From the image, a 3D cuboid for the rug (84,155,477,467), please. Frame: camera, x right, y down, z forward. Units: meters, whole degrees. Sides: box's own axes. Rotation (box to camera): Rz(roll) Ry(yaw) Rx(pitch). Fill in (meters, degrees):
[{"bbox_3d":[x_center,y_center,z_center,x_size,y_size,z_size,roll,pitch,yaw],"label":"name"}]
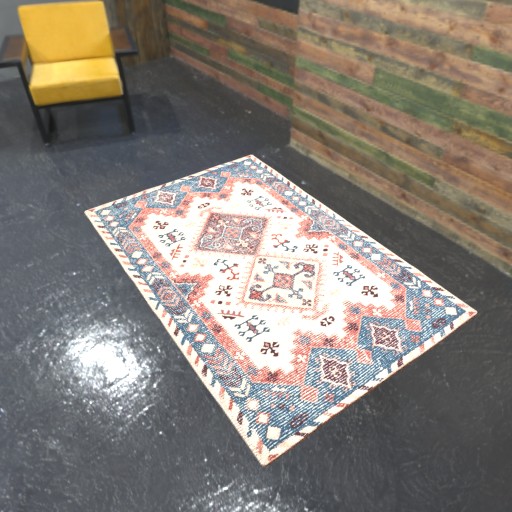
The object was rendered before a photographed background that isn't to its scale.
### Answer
[{"bbox_3d":[0.000,0.000,2.340,1.225,0.015,1.840,-25,47,-26],"label":"rug"}]
